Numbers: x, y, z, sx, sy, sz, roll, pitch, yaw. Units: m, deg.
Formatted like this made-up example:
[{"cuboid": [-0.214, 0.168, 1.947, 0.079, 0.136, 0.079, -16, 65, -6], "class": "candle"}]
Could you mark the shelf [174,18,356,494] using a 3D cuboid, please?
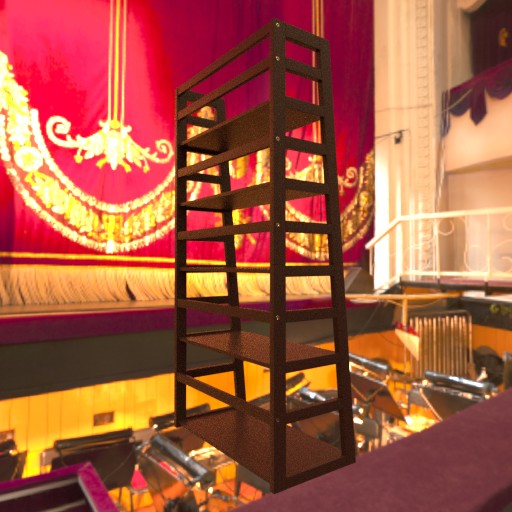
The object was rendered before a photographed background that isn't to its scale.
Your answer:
[{"cuboid": [0.000, 0.000, 1.912, 0.403, 1.600, 0.763, 1, -1, -36], "class": "shelf"}]
